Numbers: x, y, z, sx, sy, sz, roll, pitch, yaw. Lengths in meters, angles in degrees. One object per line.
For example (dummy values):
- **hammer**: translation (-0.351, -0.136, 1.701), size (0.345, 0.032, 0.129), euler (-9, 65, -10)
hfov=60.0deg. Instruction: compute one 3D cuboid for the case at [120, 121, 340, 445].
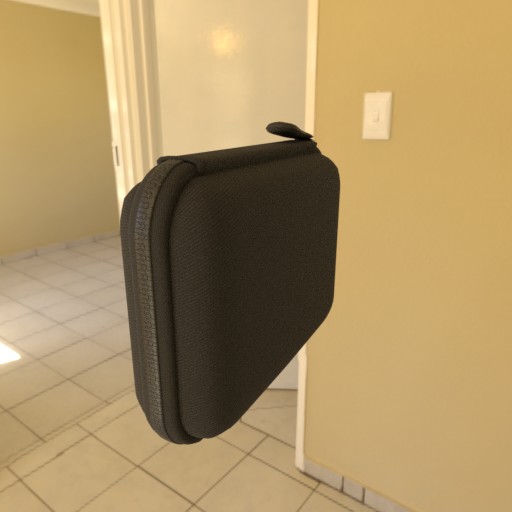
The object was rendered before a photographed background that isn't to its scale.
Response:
- **case**: translation (0.000, 0.000, 0.182), size (0.038, 0.105, 0.132), euler (9, 20, 26)
